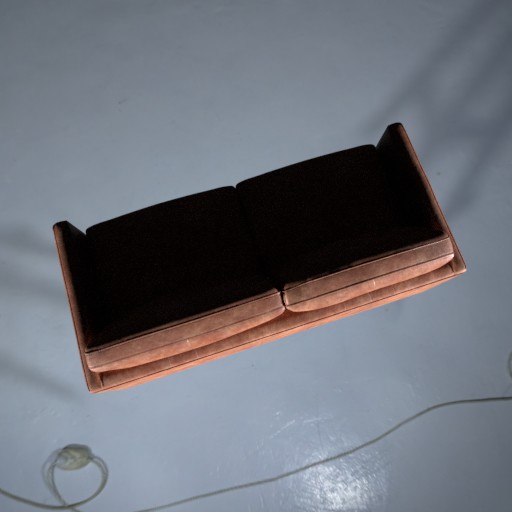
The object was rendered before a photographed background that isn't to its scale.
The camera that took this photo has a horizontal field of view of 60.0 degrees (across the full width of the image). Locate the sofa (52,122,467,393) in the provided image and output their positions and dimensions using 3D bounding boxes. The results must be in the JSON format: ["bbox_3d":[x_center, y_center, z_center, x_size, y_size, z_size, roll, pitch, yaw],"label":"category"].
[{"bbox_3d":[0.000,0.000,2.493,1.971,0.863,0.923,-17,76,-4],"label":"sofa"}]
